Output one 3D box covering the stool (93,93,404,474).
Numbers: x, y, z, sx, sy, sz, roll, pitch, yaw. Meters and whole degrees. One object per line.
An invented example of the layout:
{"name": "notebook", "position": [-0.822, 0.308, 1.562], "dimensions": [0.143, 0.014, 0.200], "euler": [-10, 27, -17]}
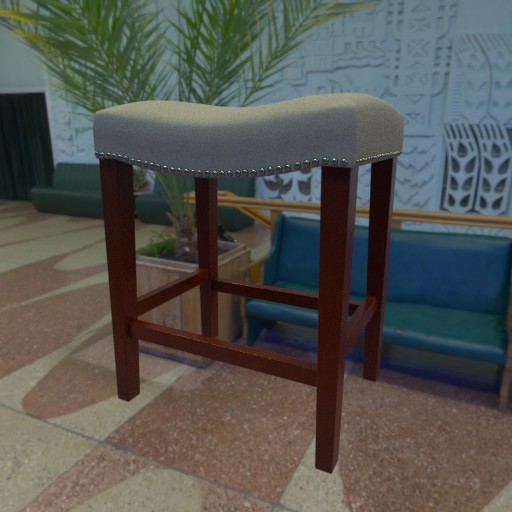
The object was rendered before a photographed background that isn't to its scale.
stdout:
{"name": "stool", "position": [0.000, 0.000, 0.942], "dimensions": [0.509, 0.632, 0.375], "euler": [8, 17, 26]}
